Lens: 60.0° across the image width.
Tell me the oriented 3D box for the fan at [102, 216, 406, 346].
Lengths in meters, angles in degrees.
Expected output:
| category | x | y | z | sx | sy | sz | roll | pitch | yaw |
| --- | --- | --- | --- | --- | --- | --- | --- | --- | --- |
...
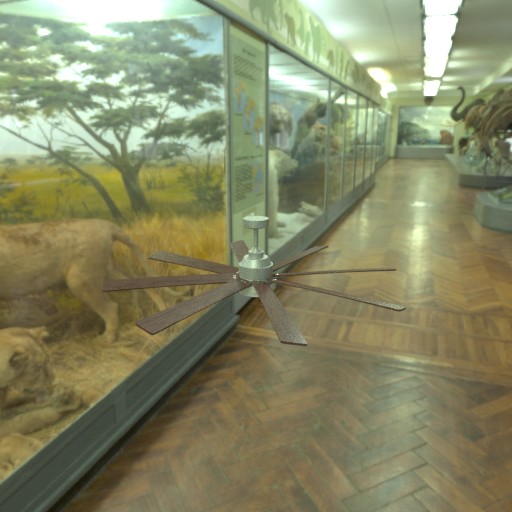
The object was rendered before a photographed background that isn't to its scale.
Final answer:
| category | x | y | z | sx | sy | sz | roll | pitch | yaw |
| --- | --- | --- | --- | --- | --- | --- | --- | --- | --- |
| fan | 0.000 | 0.000 | 2.730 | 1.830 | 0.472 | 1.830 | -3 | 16 | -10 |
